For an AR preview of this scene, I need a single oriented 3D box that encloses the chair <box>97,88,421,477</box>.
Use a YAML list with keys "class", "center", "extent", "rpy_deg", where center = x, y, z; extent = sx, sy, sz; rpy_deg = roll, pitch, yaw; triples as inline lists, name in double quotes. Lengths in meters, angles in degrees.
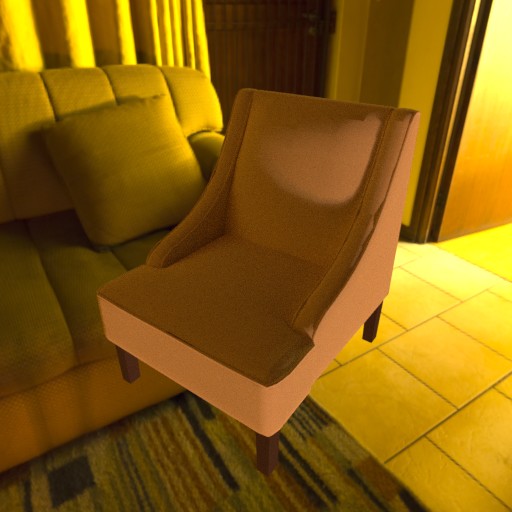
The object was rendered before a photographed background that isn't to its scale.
- class: "chair"
  center: [0.000, 0.000, 1.452]
  extent: [0.689, 0.886, 0.806]
  rpy_deg: [20, 36, 31]
